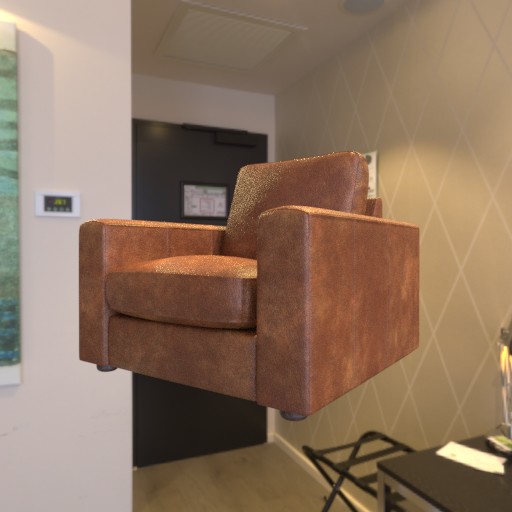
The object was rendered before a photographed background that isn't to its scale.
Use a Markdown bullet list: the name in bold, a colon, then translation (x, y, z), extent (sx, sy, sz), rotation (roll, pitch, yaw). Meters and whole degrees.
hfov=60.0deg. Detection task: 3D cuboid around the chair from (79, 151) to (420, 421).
- **chair**: translation (0.000, 0.000, 1.770), extent (1.005, 0.873, 1.016), rotation (1, 1, 36)
